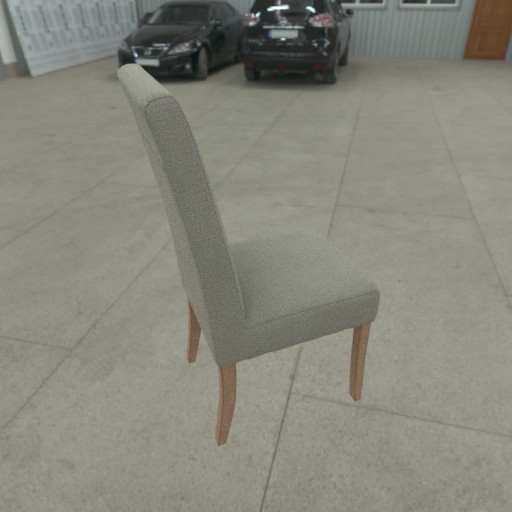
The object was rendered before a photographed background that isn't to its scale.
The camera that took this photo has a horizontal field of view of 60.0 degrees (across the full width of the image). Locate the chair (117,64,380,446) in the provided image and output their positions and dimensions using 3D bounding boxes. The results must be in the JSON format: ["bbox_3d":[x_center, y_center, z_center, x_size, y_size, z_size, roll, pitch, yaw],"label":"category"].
[{"bbox_3d":[0.000,0.000,1.316,0.611,1.033,0.450,-11,32,-18],"label":"chair"}]
